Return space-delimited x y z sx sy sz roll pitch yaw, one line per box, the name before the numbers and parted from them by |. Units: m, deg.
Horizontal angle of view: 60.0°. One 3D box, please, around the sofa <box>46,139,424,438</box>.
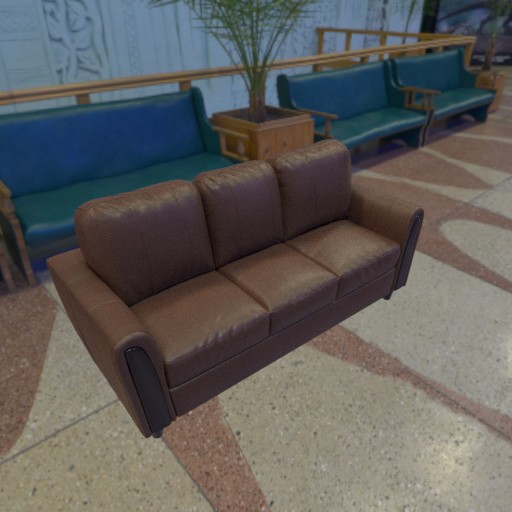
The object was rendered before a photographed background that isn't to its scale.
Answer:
sofa | 0.000 0.000 2.333 1.862 0.915 0.802 -22 37 -33
